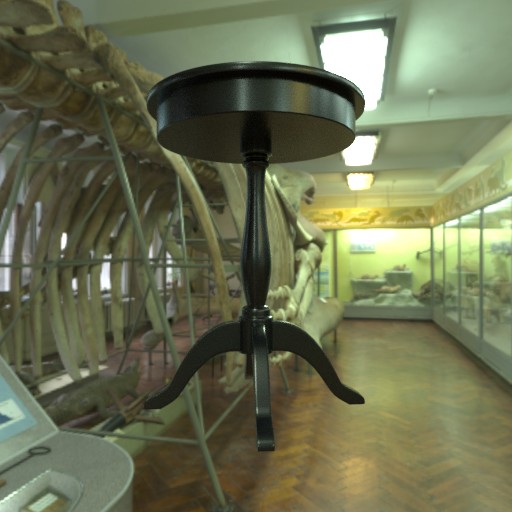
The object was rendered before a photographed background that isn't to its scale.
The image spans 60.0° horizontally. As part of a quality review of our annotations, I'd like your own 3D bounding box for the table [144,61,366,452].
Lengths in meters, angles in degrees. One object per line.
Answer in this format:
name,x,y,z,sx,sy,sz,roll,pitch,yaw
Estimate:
table,0.000,0.000,0.992,0.481,0.665,0.481,0,0,0
